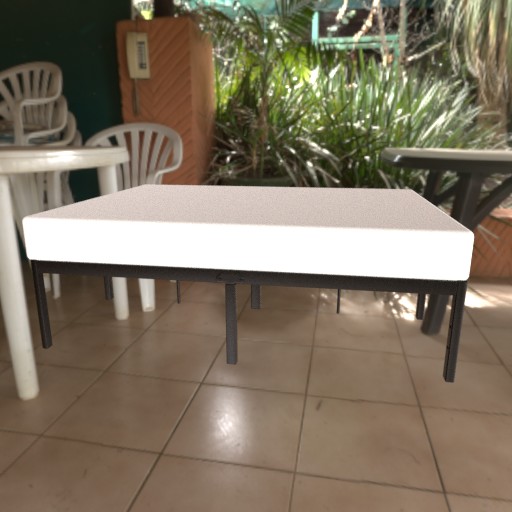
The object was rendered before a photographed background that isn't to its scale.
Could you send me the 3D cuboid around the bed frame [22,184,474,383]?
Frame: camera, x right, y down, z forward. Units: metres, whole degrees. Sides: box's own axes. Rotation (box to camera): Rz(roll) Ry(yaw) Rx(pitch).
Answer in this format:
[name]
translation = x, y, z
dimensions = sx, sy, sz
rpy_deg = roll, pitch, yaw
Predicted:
[bed frame]
translation = 0.000, 0.000, 2.614
dimensions = 1.956, 0.659, 1.408
rpy_deg = 3, 16, 9
